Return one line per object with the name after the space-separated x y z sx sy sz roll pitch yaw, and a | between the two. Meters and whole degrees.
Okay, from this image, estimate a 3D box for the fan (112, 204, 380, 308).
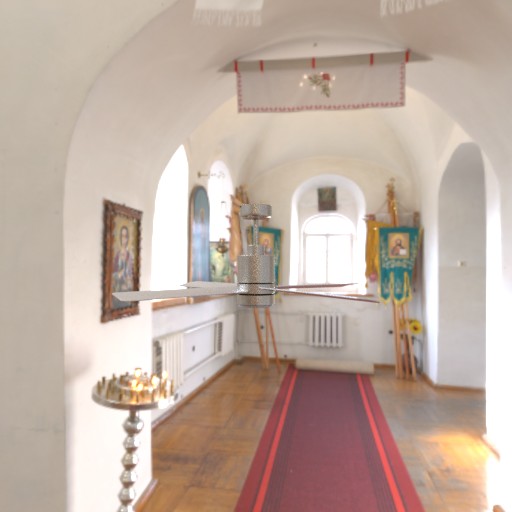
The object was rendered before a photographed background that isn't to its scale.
0.000 0.000 2.383 1.525 0.539 1.525 0 0 -37 | fan
